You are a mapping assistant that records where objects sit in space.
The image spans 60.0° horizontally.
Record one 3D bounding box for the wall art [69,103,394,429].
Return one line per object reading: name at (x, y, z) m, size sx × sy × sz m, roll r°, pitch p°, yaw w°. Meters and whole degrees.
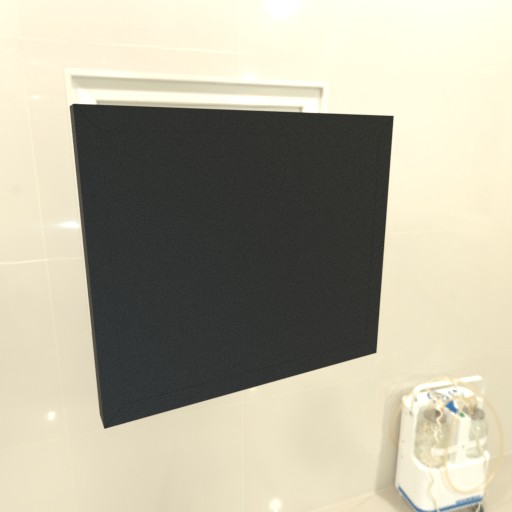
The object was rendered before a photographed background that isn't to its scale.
wall art at (0.000, 0.000, 0.531) m, size 0.381 × 0.330 × 0.029 m, roll -7°, pitch 16°, yaw -27°
